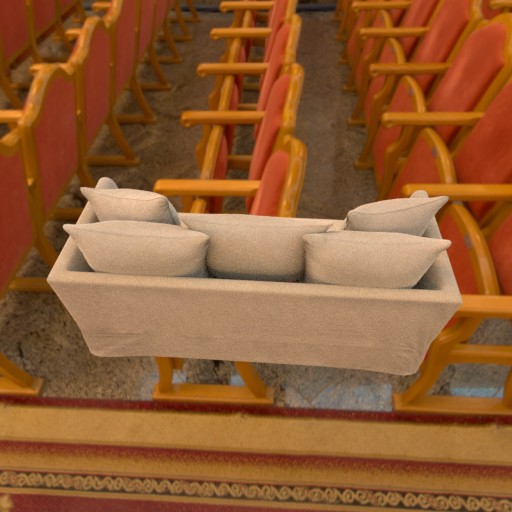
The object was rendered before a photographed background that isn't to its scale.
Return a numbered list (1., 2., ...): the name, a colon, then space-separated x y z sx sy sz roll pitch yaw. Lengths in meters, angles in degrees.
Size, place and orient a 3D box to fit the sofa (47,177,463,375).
1. sofa: 0.000 0.000 2.905 2.290 1.034 1.031 3 46 3
